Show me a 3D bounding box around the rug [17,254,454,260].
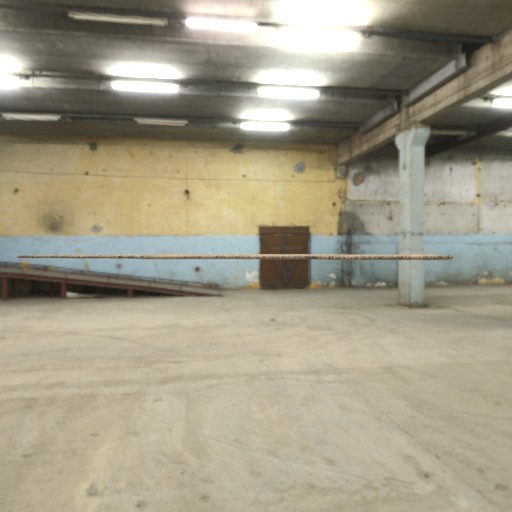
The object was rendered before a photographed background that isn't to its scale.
[{"bbox_3d":[0.000,0.000,4.142,3.199,0.036,2.414,0,1,20],"label":"rug"}]
